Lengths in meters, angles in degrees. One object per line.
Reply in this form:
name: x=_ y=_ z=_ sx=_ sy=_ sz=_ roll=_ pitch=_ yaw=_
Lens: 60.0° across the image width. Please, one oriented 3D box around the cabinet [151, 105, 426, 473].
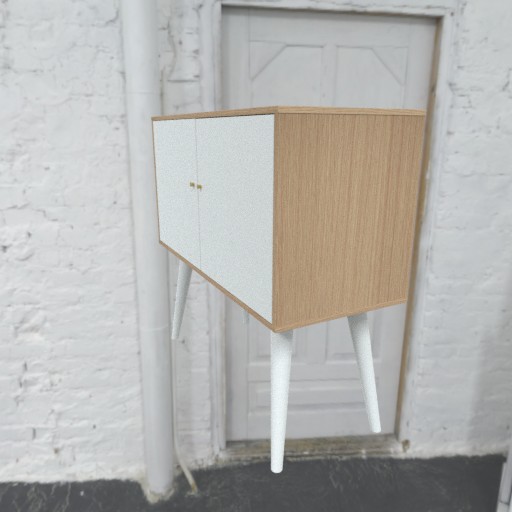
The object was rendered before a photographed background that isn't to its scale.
cabinet: x=0.000 y=0.000 z=1.665 sx=0.470 sy=1.016 sz=1.057 roll=-8 pitch=18 yaw=-27
